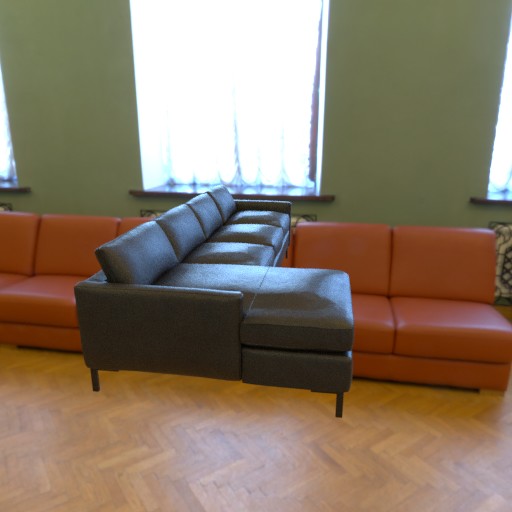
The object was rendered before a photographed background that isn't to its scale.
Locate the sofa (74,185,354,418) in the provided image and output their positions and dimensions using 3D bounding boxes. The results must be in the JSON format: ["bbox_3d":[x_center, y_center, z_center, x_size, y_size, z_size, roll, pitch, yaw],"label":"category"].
[{"bbox_3d":[0.000,0.000,3.679,1.471,0.859,2.993,3,16,9],"label":"sofa"}]
